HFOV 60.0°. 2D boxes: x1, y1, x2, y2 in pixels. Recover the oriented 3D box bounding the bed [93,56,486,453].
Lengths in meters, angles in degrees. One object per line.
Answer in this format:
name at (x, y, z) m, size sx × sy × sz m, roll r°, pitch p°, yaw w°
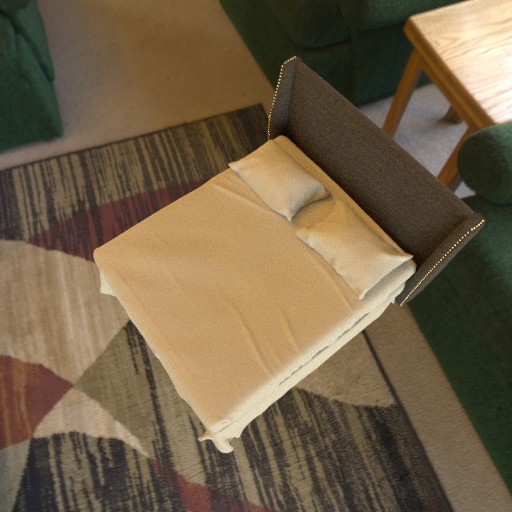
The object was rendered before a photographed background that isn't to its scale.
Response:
bed at (0.000, 0.000, 3.424) m, size 2.276 × 1.332 × 1.925 m, roll -35°, pitch 69°, yaw -15°
